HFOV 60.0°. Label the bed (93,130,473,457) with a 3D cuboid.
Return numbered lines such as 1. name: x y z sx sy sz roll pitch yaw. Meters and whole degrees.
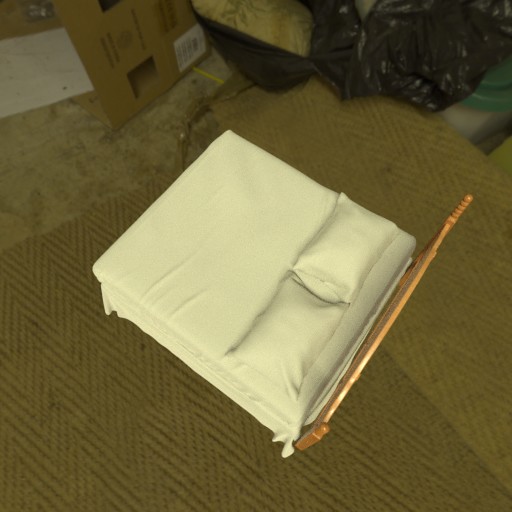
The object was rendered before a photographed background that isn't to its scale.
1. bed: 0.000 0.000 3.210 2.040 1.356 1.873 33 68 15
